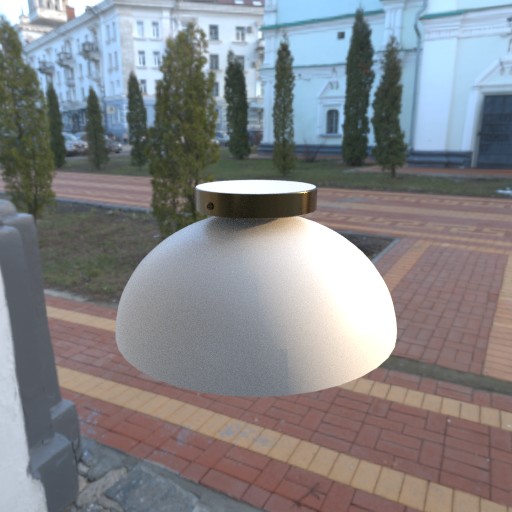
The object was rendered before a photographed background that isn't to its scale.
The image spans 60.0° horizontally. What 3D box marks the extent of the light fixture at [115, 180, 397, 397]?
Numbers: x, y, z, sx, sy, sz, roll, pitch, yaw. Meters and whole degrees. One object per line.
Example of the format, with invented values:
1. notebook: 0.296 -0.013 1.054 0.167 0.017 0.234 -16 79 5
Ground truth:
1. light fixture: 0.000 0.000 0.562 0.355 0.177 0.355 0 15 0
